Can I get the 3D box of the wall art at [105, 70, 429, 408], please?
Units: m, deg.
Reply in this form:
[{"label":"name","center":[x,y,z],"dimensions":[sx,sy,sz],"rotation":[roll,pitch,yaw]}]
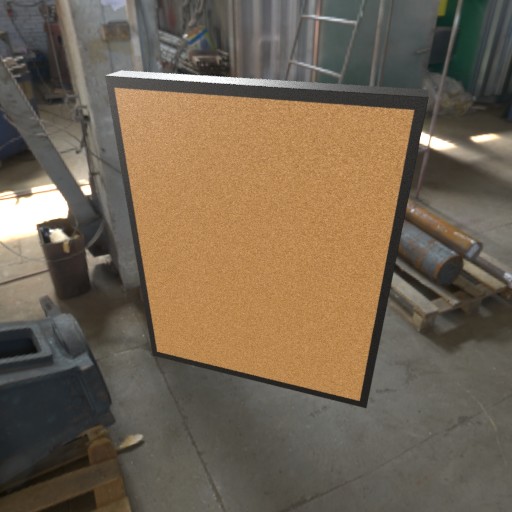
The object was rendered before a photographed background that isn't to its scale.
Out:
[{"label":"wall art","center":[0.000,0.000,0.496],"dimensions":[0.294,0.369,0.030],"rotation":[10,33,15]}]
